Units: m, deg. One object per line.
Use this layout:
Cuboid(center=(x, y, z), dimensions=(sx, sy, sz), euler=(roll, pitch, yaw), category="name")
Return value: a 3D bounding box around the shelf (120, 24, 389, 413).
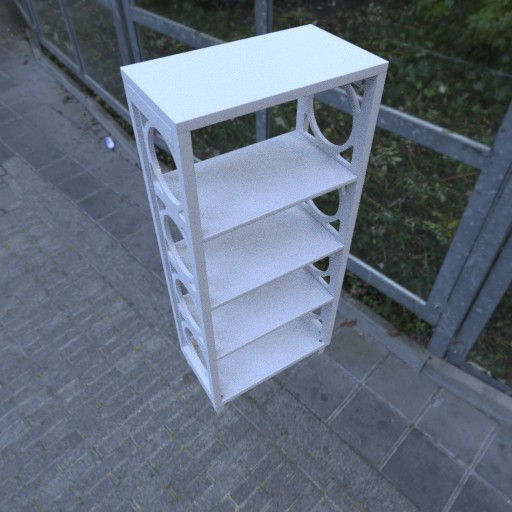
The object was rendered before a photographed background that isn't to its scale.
Cuboid(center=(0.000, 0.000, 1.648), dimensions=(0.611, 1.411, 0.340), euler=(-24, 50, -22), category="shelf")
